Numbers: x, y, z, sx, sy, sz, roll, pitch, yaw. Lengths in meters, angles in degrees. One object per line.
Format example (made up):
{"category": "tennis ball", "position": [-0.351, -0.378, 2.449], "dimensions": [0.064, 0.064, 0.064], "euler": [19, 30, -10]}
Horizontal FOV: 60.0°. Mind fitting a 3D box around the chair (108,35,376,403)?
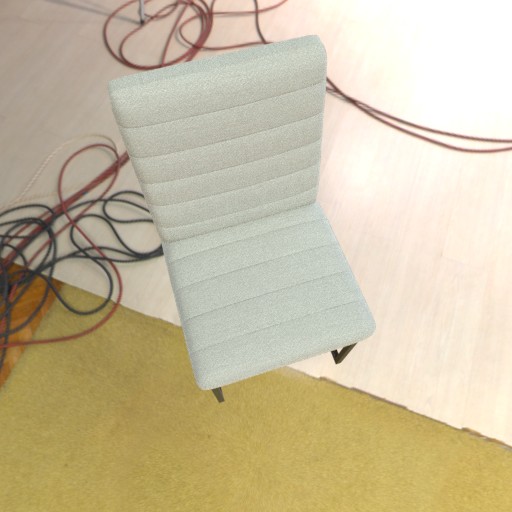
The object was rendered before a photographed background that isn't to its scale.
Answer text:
{"category": "chair", "position": [0.000, 0.000, 1.296], "dimensions": [0.520, 0.930, 0.634], "euler": [-16, 66, -7]}
